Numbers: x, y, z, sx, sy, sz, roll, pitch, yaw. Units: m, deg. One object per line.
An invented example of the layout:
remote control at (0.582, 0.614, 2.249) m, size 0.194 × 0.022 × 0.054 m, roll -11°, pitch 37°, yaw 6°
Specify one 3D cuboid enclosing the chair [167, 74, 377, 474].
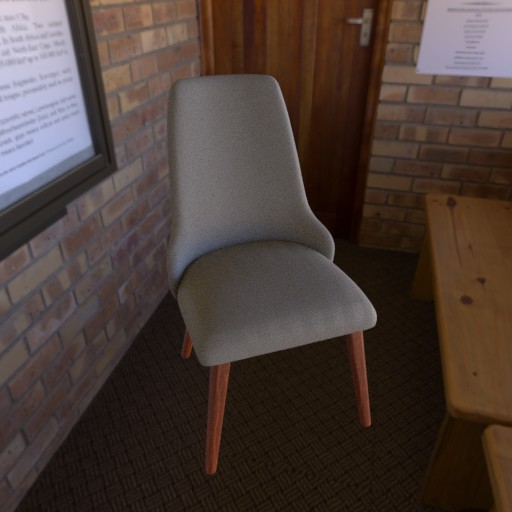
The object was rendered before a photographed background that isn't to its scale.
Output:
chair at (0.000, 0.000, 1.338) m, size 0.535 × 0.918 × 0.707 m, roll -9°, pitch 33°, yaw -15°
